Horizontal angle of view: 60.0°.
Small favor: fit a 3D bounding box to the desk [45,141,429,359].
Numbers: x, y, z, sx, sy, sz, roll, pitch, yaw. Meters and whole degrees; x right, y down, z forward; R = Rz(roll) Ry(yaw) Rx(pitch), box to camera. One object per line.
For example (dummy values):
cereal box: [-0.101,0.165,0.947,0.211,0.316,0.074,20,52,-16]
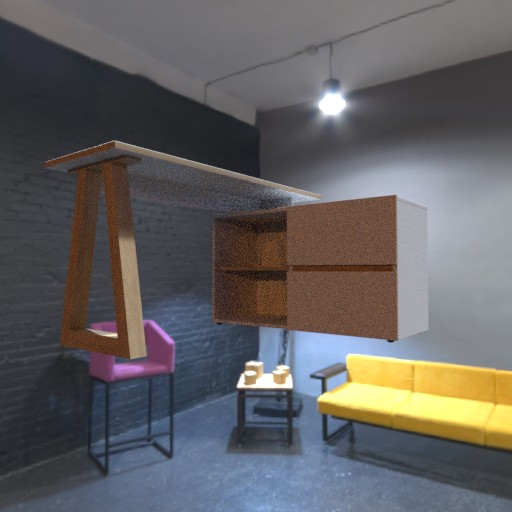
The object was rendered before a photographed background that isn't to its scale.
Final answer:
desk: [0.000,0.000,2.014,1.098,0.755,1.404,-1,-2,38]
